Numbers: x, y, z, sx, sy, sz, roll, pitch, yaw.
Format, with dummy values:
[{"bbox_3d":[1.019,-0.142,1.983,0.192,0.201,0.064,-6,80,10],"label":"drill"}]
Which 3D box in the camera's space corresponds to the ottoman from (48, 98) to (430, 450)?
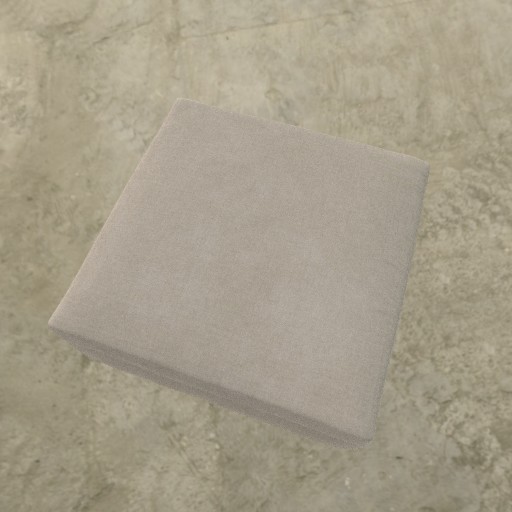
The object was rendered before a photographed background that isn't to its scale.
[{"bbox_3d":[0.000,0.000,1.814,1.203,0.517,1.171,17,65,8],"label":"ottoman"}]
